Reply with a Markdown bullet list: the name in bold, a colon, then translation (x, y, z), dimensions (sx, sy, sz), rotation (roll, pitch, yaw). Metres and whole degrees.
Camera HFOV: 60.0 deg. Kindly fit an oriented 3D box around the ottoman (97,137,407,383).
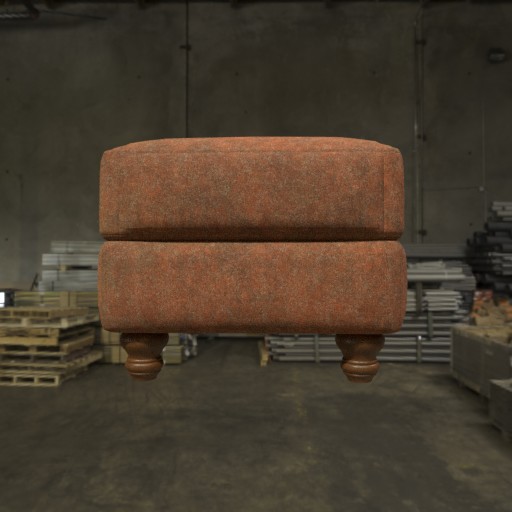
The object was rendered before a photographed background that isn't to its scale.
- **ottoman**: translation (0.000, 0.000, 1.191), dimensions (0.635, 0.508, 0.787), rotation (0, -1, 2)
